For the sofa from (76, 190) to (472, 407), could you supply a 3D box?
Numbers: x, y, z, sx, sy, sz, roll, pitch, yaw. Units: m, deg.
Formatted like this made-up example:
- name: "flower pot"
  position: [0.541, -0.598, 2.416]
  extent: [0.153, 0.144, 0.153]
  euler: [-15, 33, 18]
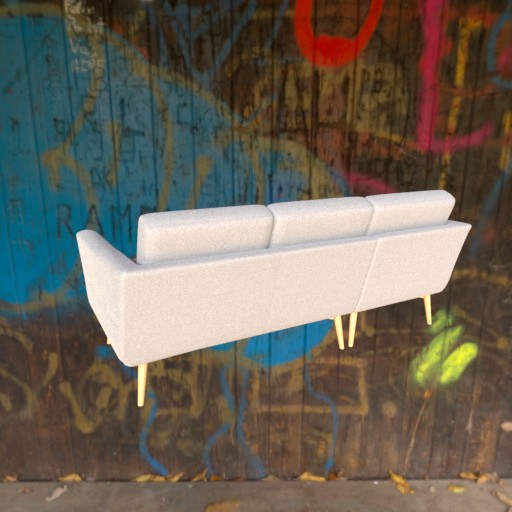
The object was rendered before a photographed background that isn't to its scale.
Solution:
- name: "sofa"
  position: [0.000, 0.000, 2.770]
  extent: [2.040, 0.860, 1.530]
  euler: [-8, 17, -28]
